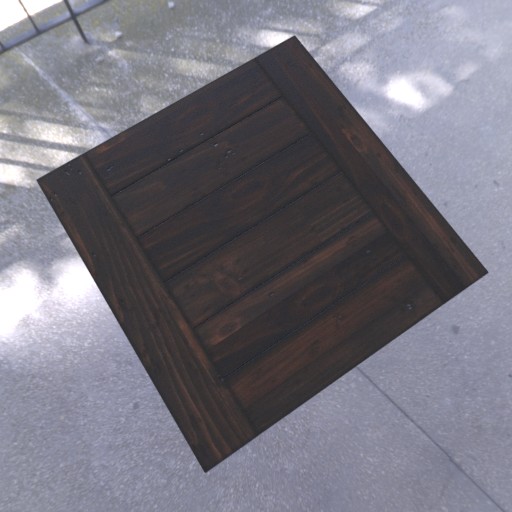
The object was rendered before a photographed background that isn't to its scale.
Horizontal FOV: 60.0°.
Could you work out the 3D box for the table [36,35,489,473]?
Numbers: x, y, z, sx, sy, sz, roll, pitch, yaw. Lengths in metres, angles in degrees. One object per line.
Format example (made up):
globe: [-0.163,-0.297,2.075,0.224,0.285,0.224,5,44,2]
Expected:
table: [0.000,0.000,1.019,0.593,0.437,0.606,-32,77,-8]
